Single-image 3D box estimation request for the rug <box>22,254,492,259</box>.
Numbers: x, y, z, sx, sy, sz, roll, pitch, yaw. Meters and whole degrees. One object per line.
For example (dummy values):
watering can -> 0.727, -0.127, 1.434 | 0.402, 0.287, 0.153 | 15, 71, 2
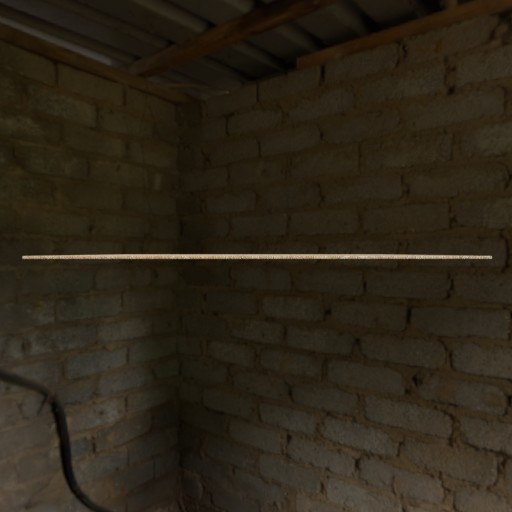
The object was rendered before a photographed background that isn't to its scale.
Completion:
rug -> 0.000, 0.000, 4.069 | 3.039, 0.019, 2.420 | 0, 0, -1
